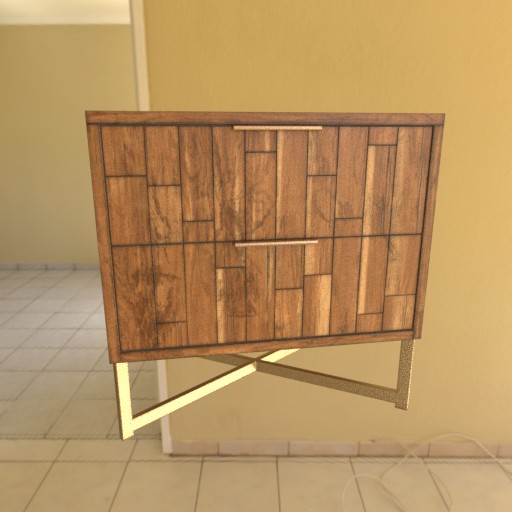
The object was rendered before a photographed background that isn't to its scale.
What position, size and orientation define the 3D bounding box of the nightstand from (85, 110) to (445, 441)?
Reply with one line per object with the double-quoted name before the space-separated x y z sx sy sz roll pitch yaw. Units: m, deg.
"nightstand" 0.000 0.000 1.016 0.610 0.610 0.446 -3 16 -9
